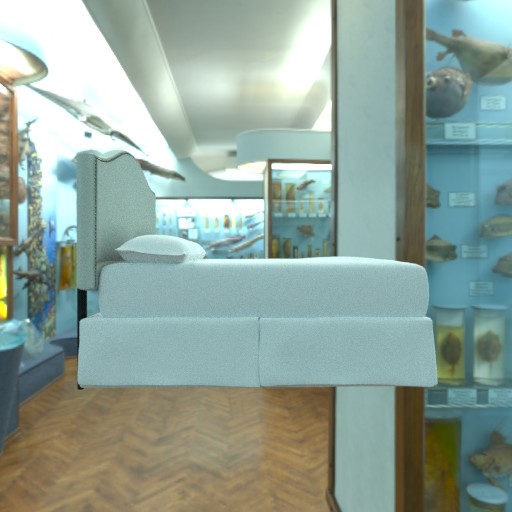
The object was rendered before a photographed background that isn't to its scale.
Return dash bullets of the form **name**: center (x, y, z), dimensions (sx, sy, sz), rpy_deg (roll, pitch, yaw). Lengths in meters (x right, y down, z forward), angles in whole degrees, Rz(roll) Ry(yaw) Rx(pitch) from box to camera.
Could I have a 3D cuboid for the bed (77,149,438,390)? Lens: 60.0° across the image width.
- **bed**: center (0.000, 0.000, 3.474), dimensions (2.180, 1.607, 1.813), rpy_deg (0, 0, -1)
